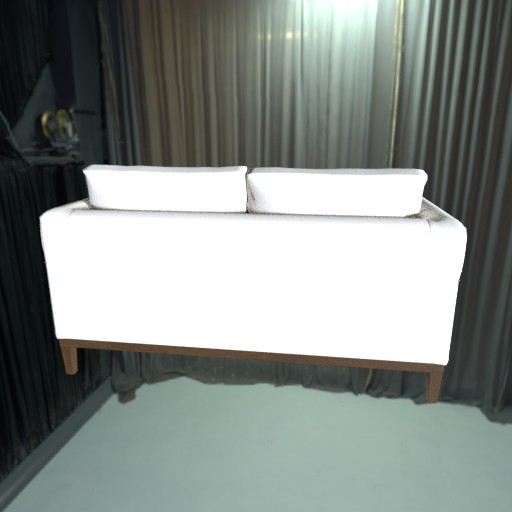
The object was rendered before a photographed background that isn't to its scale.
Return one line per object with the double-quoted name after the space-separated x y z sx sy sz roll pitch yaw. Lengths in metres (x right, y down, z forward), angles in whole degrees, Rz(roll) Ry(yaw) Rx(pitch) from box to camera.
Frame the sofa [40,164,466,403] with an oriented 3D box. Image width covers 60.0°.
0.000 0.000 2.088 1.598 0.873 0.905 2 16 8 "sofa"
